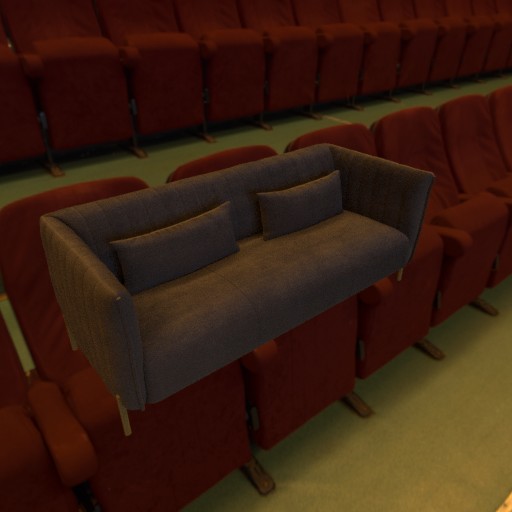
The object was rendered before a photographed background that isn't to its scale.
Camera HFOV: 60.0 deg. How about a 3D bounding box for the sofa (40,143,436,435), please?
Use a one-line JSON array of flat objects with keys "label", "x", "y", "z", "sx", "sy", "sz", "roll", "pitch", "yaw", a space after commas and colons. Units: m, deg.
[{"label": "sofa", "x": 0.000, "y": 0.000, "z": 2.447, "sx": 1.980, "sy": 0.780, "sz": 0.876, "roll": -22, "pitch": 37, "yaw": -33}]
